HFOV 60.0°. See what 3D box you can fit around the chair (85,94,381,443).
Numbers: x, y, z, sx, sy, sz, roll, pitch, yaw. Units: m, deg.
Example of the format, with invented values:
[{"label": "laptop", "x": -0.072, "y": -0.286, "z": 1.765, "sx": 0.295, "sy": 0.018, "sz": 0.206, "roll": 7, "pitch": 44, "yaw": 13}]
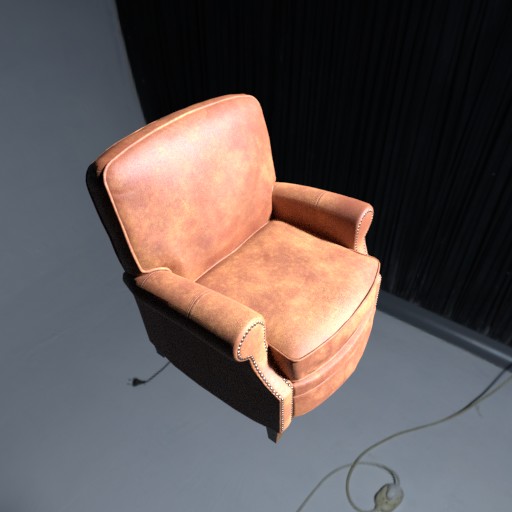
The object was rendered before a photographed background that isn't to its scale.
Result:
[{"label": "chair", "x": 0.000, "y": 0.000, "z": 1.773, "sx": 0.986, "sy": 1.018, "sz": 0.936, "roll": 26, "pitch": 47, "yaw": 28}]
